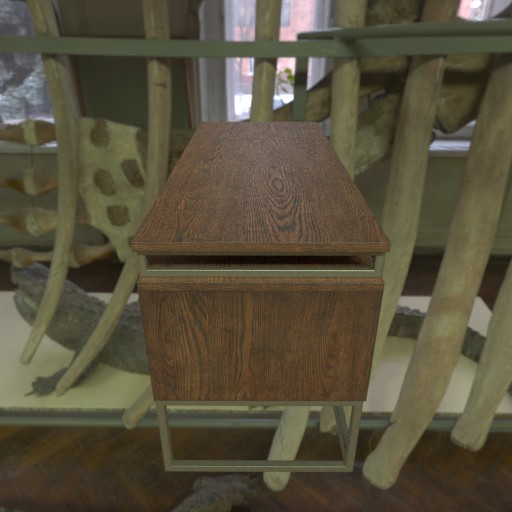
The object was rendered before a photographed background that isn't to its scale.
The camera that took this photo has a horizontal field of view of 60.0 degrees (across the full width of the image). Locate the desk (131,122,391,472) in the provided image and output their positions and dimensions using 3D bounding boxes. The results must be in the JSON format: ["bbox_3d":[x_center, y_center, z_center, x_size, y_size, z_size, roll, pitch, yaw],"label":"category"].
[{"bbox_3d":[0.000,0.000,1.788,0.610,0.792,1.384,0,28,0],"label":"desk"}]
